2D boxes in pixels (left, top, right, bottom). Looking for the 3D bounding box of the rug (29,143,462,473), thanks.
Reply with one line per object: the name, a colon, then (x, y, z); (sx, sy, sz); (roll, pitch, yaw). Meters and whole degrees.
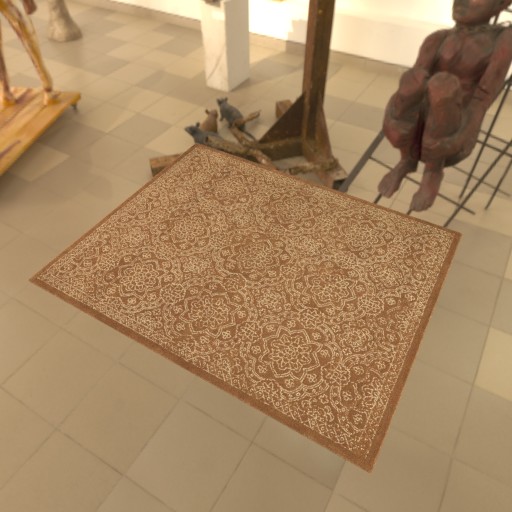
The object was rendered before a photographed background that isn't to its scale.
rug: (0.000, 0.000, 3.948); (3.050, 0.015, 2.441); (23, 51, 20)
